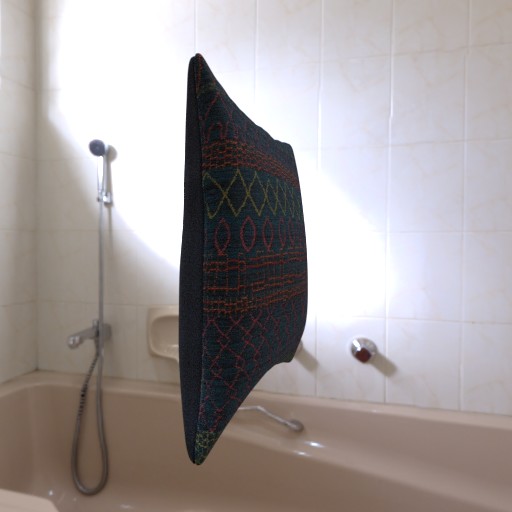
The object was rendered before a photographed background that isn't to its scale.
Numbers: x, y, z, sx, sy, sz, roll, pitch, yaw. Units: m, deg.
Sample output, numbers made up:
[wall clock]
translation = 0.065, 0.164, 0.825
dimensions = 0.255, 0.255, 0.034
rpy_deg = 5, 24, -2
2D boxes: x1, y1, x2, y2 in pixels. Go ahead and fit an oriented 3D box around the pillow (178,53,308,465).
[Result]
[pillow]
translation = 0.000, 0.000, 0.663
dimensions = 0.141, 0.431, 0.431
rpy_deg = 0, 2, 17
